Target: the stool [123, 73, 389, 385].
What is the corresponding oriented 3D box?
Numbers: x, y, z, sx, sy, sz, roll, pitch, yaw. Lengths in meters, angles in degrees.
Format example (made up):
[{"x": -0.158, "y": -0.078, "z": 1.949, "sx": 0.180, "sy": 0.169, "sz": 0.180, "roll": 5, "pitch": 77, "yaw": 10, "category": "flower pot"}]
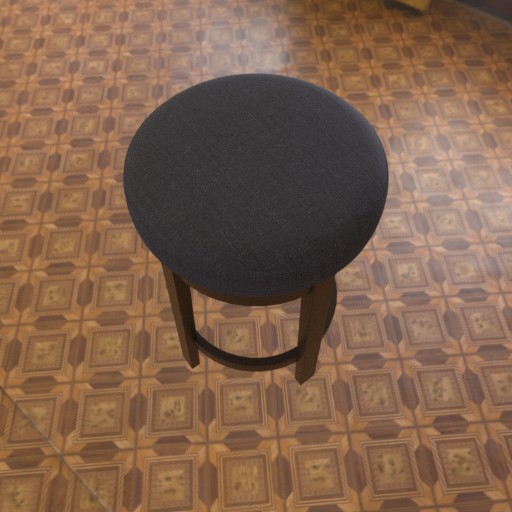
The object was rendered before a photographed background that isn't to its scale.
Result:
[{"x": 0.000, "y": 0.000, "z": 0.964, "sx": 0.449, "sy": 0.655, "sz": 0.449, "roll": 0, "pitch": 59, "yaw": 0, "category": "stool"}]
